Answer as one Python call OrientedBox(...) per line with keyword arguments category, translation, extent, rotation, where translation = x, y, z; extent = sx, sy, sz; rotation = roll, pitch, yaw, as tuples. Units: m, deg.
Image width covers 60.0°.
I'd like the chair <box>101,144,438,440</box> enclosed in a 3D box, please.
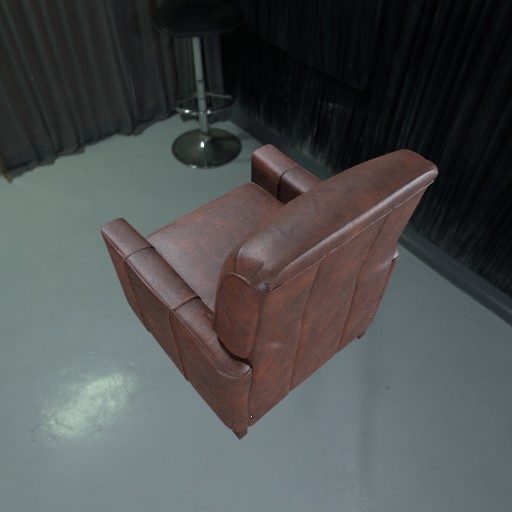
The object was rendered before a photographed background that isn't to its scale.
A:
OrientedBox(category="chair", translation=(0.000, 0.000, 1.663), extent=(0.843, 1.043, 0.836), rotation=(-32, 55, -26))
